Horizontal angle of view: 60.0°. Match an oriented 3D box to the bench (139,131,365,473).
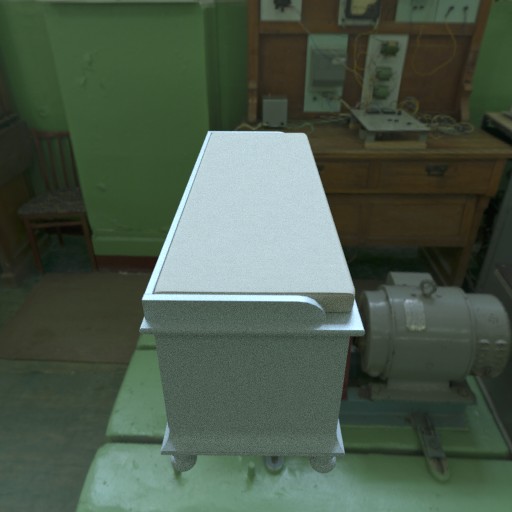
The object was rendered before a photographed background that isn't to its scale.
[{"bbox_3d":[0.000,0.000,1.396,0.402,0.486,1.185,0,31,1],"label":"bench"}]
